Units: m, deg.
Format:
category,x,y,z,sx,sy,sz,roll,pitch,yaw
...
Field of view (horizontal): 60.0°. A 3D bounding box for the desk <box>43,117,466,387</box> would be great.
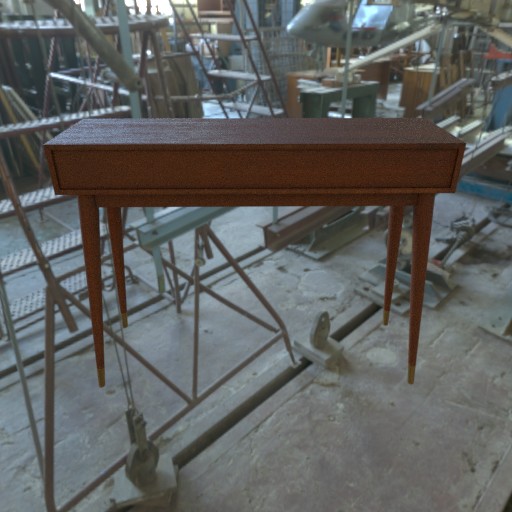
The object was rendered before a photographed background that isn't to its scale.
category,x,y,z,sx,sy,sz,roll,pitch,yaw
desk,0.000,0.000,1.629,1.204,0.917,0.384,0,29,-1
